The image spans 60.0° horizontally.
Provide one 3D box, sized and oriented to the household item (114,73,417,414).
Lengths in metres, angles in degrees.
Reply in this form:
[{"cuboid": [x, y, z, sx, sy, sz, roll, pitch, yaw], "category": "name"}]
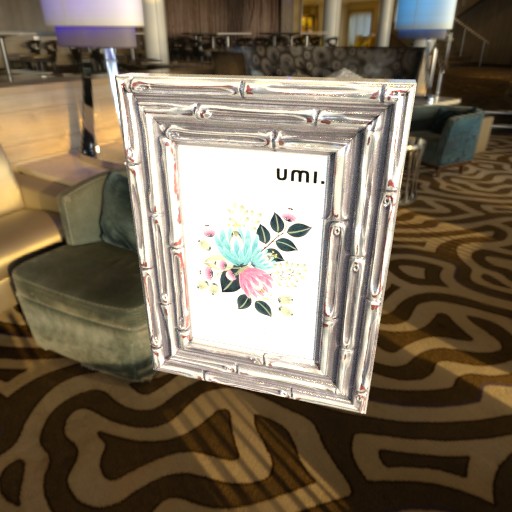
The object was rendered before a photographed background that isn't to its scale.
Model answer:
[{"cuboid": [0.000, 0.000, 0.288, 0.165, 0.216, 0.025, 7, 27, 14], "category": "household item"}]
